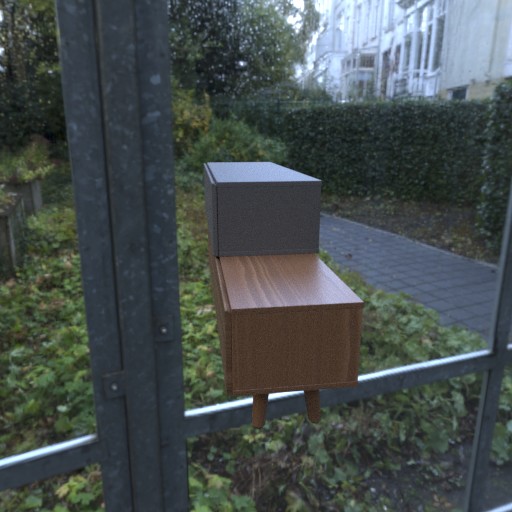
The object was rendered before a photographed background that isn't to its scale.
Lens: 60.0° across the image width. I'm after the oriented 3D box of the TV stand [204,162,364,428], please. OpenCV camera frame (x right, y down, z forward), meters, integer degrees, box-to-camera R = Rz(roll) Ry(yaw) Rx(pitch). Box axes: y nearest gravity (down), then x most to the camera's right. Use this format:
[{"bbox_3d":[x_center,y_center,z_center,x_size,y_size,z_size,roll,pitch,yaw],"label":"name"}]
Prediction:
[{"bbox_3d":[0.000,0.000,1.618,0.329,0.591,1.336,-2,16,-8],"label":"TV stand"}]
